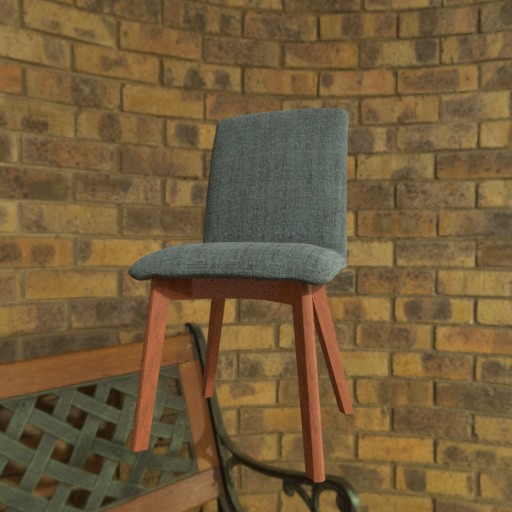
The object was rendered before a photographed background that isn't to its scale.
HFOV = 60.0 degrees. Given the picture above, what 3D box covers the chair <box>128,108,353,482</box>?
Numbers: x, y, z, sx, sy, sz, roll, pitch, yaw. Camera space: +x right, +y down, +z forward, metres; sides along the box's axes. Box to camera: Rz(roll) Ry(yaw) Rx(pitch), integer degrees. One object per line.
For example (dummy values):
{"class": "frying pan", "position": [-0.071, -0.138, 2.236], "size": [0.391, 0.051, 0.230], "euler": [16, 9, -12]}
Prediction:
{"class": "chair", "position": [0.000, 0.000, 1.280], "size": [0.522, 0.974, 0.563], "euler": [0, 1, 19]}
